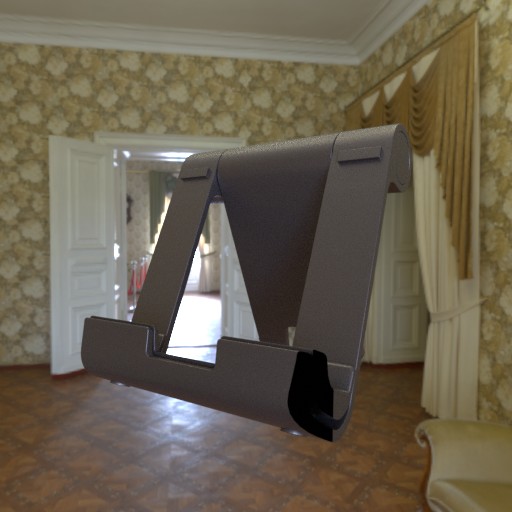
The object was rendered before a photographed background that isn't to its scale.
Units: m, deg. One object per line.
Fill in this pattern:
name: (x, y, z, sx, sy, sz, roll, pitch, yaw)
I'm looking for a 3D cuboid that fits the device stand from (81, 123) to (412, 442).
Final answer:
device stand: (0.000, 0.000, 0.151, 0.088, 0.084, 0.079, 1, 2, 34)
